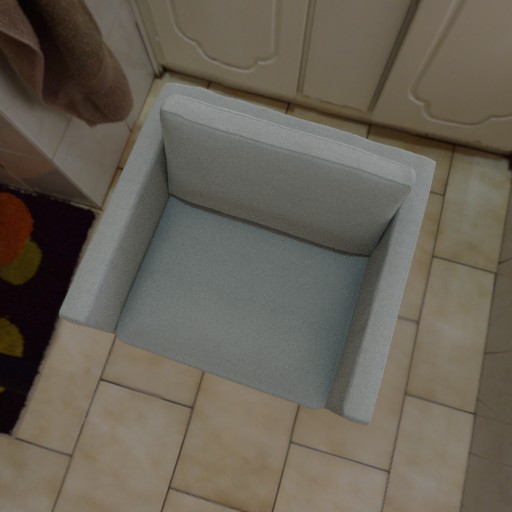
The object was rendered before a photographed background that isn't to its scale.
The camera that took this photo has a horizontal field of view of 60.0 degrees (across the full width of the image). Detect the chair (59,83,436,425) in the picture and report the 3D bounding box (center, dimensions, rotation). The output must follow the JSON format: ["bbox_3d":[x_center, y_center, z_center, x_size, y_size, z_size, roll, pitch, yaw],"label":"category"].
[{"bbox_3d":[0.000,0.000,1.724,1.057,0.863,0.949,18,76,5],"label":"chair"}]
